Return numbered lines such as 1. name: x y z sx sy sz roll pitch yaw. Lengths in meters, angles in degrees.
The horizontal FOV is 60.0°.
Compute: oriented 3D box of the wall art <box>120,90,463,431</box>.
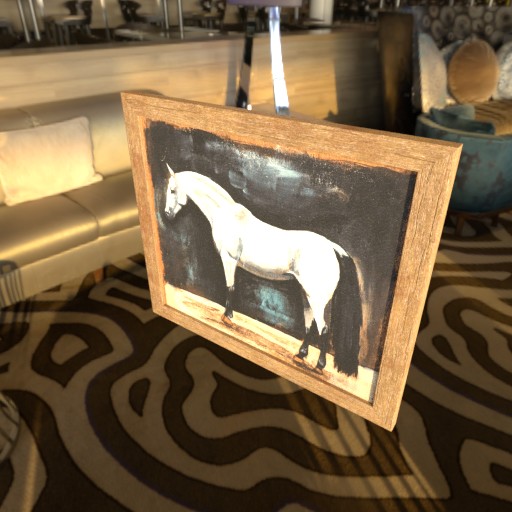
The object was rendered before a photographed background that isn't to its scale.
1. wall art: 0.000 0.000 0.932 0.690 0.588 0.026 20 36 30
